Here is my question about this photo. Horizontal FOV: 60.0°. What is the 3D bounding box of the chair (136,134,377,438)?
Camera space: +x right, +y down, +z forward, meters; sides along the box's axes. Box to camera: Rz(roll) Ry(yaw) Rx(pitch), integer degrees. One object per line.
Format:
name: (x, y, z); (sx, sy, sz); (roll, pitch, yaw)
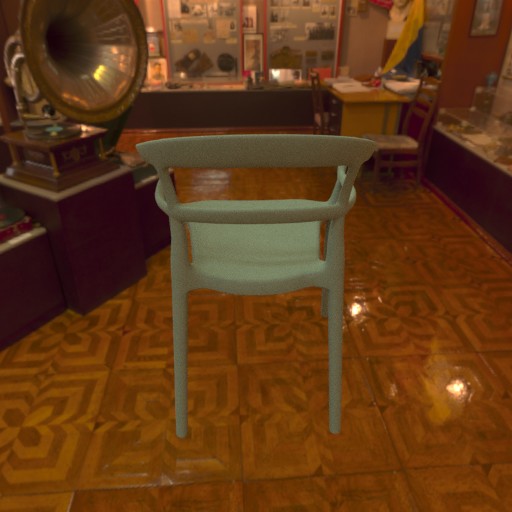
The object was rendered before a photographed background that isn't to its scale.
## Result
chair: (0.000, 0.000, 1.145); (0.559, 0.761, 0.527); (-1, 30, -2)
